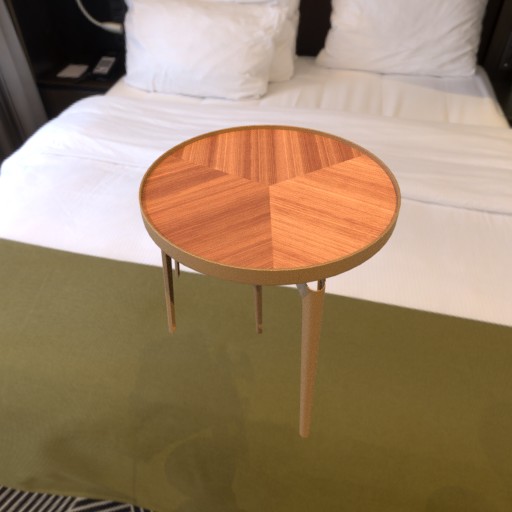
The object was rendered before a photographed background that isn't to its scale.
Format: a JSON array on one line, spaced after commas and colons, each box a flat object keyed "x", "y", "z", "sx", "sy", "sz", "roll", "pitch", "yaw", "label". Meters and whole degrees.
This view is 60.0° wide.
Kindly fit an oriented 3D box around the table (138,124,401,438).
[{"x": 0.000, "y": 0.000, "z": 1.162, "sx": 0.532, "sy": 0.555, "sz": 0.751, "roll": -13, "pitch": 44, "yaw": -14, "label": "table"}]
